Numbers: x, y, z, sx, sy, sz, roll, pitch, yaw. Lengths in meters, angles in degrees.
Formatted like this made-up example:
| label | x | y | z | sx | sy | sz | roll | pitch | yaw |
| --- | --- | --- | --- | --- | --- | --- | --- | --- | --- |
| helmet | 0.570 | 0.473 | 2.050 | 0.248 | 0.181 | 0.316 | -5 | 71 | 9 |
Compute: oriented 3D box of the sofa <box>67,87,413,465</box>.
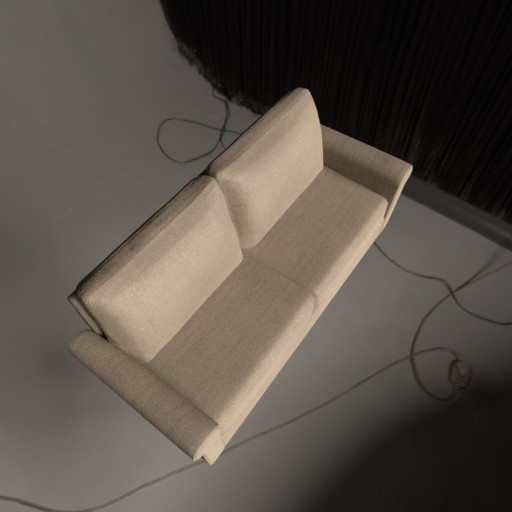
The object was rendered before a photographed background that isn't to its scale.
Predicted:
| label | x | y | z | sx | sy | sz | roll | pitch | yaw |
| --- | --- | --- | --- | --- | --- | --- | --- | --- | --- |
| sofa | 0.000 | 0.000 | 2.381 | 0.842 | 0.942 | 1.935 | 32 | 63 | 19 |
